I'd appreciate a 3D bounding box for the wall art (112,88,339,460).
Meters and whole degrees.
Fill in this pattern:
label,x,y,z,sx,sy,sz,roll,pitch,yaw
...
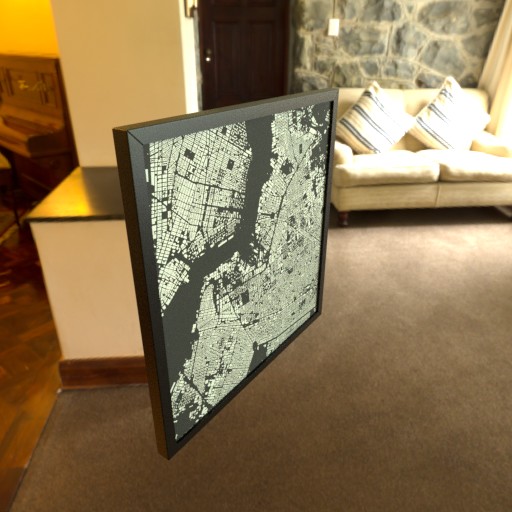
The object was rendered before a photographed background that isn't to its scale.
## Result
label,x,y,z,sx,sy,sz,roll,pitch,yaw
wall art,0.000,0.000,1.156,0.038,0.761,0.755,18,32,32
